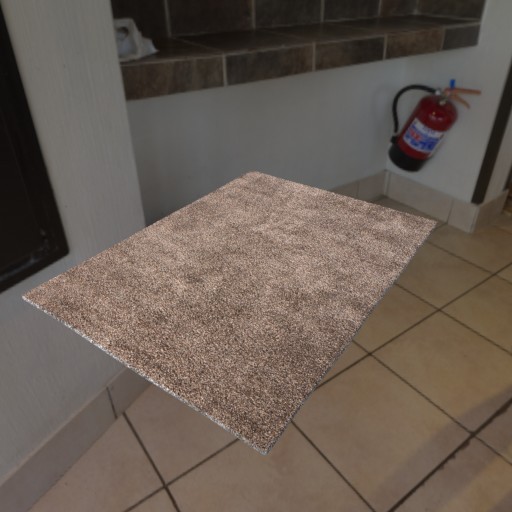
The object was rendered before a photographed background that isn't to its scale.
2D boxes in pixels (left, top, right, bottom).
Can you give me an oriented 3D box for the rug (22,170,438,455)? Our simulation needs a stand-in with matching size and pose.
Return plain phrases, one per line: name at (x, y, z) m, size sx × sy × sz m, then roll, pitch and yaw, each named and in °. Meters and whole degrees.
rug at (0.000, 0.000, 2.058) m, size 1.198 × 0.025 × 1.601 m, roll 21°, pitch 39°, yaw 29°
